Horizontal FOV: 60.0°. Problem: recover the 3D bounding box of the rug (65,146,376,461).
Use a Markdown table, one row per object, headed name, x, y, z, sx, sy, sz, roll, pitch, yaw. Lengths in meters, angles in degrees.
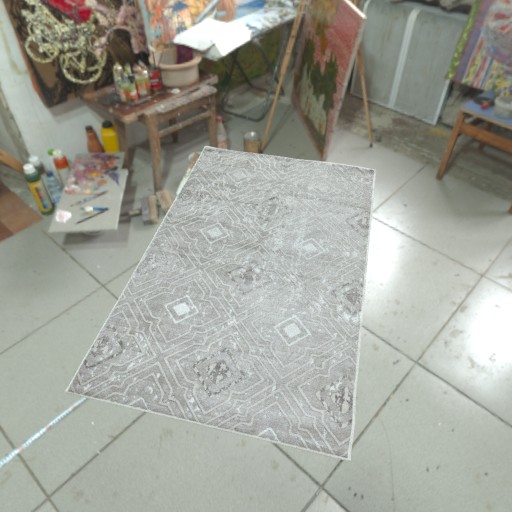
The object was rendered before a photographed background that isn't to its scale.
| name | x | y | z | sx | sy | sz | roll | pitch | yaw |
| --- | --- | --- | --- | --- | --- | --- | --- | --- | --- |
| rug | 0.000 | 0.000 | 3.077 | 1.537 | 0.036 | 2.447 | 10 | 47 | 9 |
